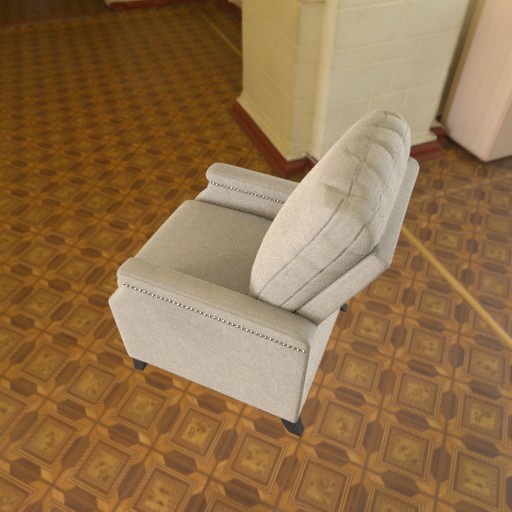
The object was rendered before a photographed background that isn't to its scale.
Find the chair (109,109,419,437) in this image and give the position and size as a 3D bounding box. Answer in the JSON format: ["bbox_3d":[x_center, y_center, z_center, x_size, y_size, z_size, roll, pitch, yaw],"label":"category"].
[{"bbox_3d":[0.000,0.000,1.628,0.922,1.049,0.710,17,47,16],"label":"chair"}]
